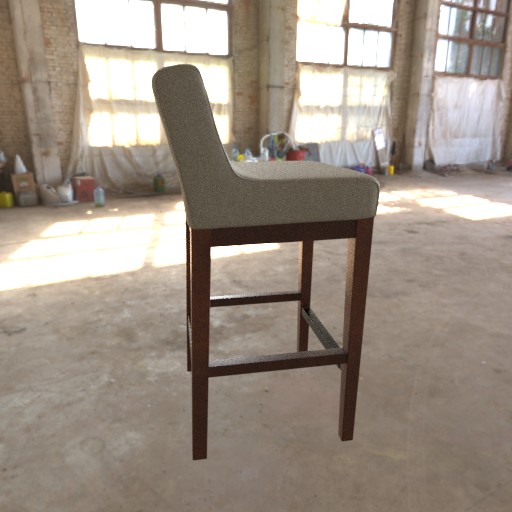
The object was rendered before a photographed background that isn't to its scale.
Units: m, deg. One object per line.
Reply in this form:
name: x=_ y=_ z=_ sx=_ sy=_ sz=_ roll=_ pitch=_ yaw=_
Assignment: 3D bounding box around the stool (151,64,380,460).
stool: x=0.000 y=0.000 z=1.239 sx=0.500 sy=0.937 sz=0.511 roll=-3 pitch=17 yaw=-10
